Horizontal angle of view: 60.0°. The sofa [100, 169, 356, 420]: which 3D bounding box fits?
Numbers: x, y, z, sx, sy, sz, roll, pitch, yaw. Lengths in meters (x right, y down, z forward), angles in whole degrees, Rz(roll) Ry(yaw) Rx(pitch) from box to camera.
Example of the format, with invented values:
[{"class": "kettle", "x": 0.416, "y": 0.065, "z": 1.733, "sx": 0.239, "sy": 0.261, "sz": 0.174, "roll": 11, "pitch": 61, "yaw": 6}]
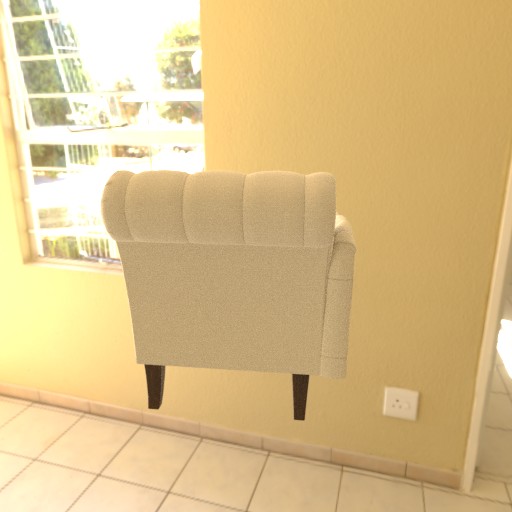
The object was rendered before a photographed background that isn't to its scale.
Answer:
[{"class": "sofa", "x": 0.000, "y": 0.000, "z": 1.807, "sx": 0.675, "sy": 0.787, "sz": 1.379, "roll": 2, "pitch": 16, "yaw": 7}]
